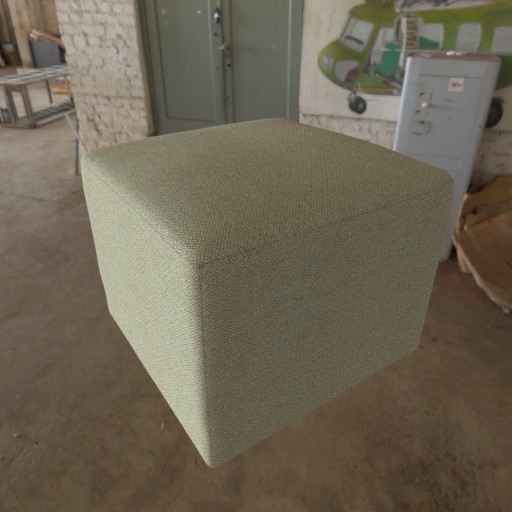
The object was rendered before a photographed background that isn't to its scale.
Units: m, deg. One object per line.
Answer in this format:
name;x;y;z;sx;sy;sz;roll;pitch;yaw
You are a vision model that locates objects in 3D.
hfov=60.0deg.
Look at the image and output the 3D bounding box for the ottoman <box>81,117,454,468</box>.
ottoman;0.000;0.000;0.908;0.521;0.453;0.512;-19;36;-29
